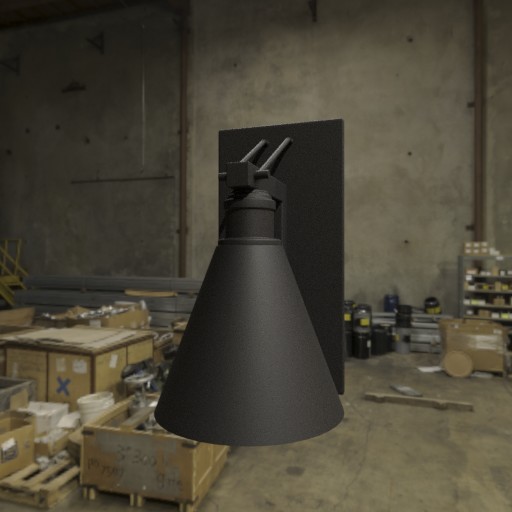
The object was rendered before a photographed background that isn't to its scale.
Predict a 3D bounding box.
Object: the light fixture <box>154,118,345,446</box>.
[{"bbox_3d":[0.000,0.000,0.423,0.170,0.298,0.207,0,0,18],"label":"light fixture"}]
